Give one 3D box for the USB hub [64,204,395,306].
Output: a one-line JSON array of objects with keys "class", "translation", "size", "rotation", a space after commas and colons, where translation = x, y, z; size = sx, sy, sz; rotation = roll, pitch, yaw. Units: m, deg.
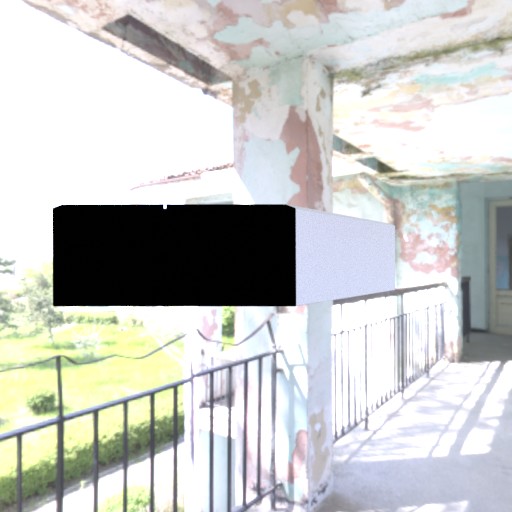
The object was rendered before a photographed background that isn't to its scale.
[{"class": "USB hub", "translation": [0.000, 0.000, 0.125], "size": [0.044, 0.023, 0.110], "rotation": [0, 0, 36]}]
